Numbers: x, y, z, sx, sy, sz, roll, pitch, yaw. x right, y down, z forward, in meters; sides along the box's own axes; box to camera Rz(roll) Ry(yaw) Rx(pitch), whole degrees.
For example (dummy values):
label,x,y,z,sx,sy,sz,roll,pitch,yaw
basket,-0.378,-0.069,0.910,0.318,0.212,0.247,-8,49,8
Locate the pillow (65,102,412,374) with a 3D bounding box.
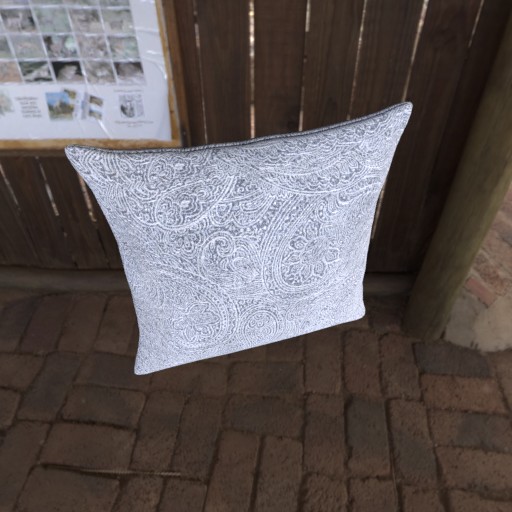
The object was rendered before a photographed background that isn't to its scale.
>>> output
label,x,y,z,sx,sy,sz,roll,pitch,yaw
pillow,0.000,0.000,0.799,0.523,0.510,0.166,-11,42,-13
